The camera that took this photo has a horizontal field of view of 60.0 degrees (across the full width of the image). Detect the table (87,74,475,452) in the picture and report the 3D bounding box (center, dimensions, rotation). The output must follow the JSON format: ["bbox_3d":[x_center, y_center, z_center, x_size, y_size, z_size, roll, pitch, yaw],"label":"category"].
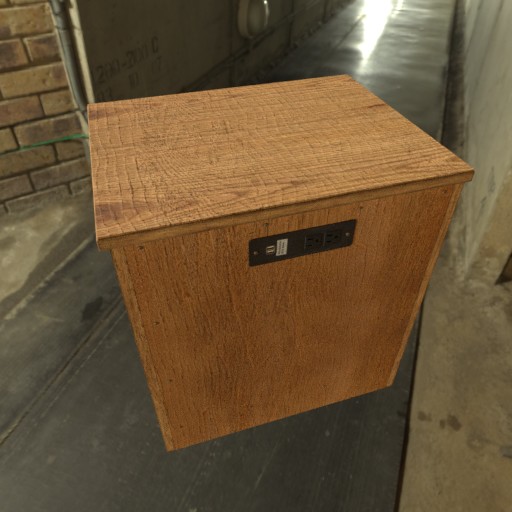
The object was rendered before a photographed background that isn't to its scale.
[{"bbox_3d":[0.000,0.000,1.038,0.601,0.625,0.494,-12,42,-13],"label":"table"}]
